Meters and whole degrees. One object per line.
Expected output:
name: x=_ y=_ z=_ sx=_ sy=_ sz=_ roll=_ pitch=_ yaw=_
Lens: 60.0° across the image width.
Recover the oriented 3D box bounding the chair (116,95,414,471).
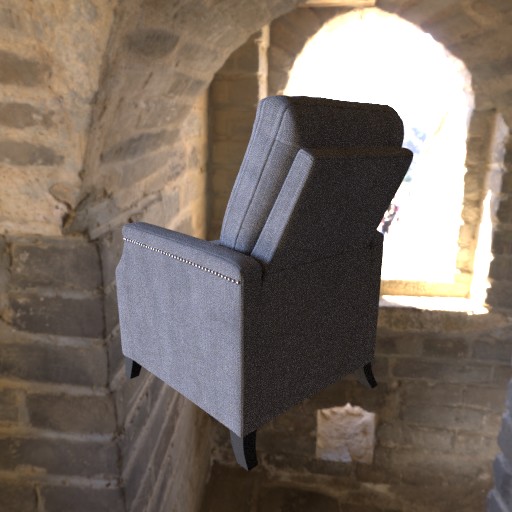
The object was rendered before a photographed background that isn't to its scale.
chair: x=0.000 y=0.000 z=1.619 sx=0.710 sy=1.049 sz=0.922 roll=-13 pitch=19 yaw=-42
